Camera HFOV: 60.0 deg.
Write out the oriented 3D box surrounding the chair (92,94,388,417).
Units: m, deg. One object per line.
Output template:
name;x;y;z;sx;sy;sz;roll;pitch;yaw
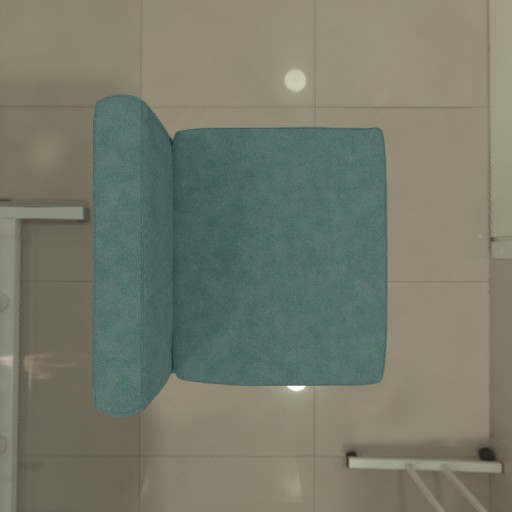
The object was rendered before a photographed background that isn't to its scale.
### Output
chair;0.000;0.000;1.218;0.685;0.660;0.684;0;90;0
